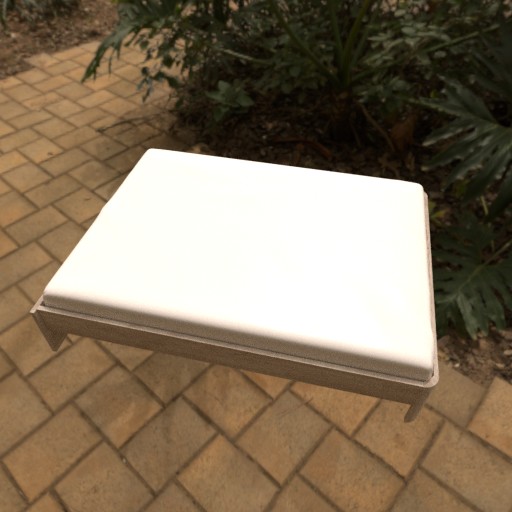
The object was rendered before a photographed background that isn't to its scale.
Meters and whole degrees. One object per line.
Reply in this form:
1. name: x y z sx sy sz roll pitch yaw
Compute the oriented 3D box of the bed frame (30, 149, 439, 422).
1. bed frame: 0.000 0.000 2.627 1.950 0.462 1.490 9 46 9
